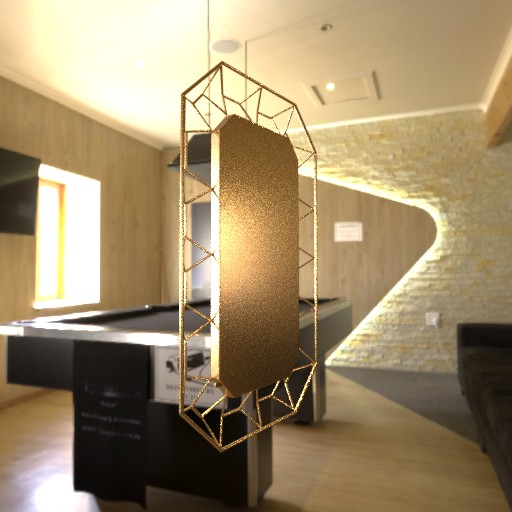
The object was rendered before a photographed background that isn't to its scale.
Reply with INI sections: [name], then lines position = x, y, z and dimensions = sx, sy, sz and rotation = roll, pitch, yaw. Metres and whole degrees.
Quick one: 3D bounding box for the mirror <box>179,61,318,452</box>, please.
[mirror]
position = 0.000, 0.000, 1.127
dimensions = 0.051, 0.870, 0.572
rotation = -1, -2, 36
